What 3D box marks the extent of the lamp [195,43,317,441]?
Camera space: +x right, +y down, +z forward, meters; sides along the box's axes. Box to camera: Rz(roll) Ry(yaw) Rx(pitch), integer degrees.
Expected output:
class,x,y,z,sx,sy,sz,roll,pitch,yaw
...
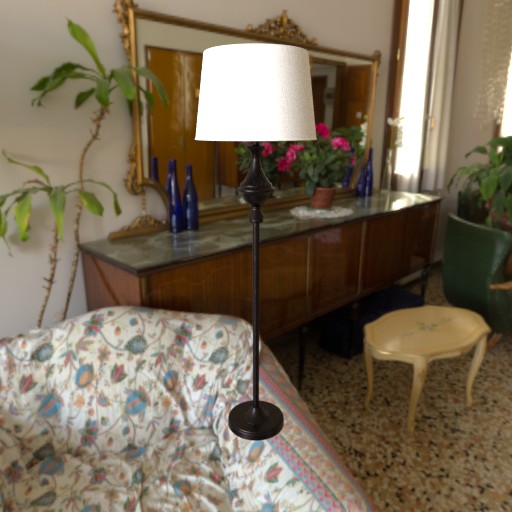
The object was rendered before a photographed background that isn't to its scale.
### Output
class,x,y,z,sx,sy,sz,roll,pitch,yaw
lamp,0.000,0.000,1.700,0.431,1.484,0.431,0,16,0
